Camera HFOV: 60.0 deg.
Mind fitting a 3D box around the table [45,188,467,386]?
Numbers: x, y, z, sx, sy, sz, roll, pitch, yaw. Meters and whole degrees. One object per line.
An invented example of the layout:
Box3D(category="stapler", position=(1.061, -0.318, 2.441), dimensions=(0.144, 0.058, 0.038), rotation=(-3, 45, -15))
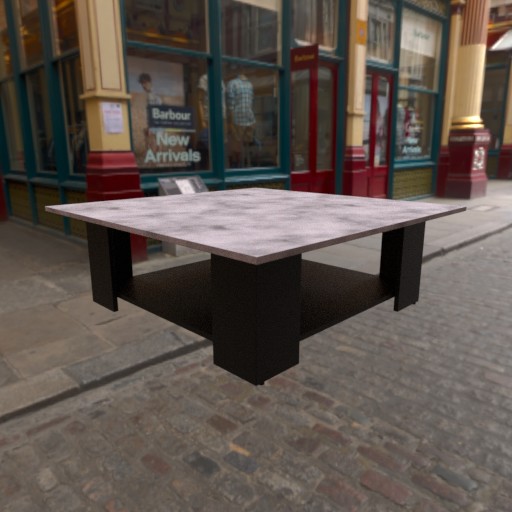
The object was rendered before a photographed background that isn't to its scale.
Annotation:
Box3D(category="table", position=(0.000, 0.000, 1.358), dimensions=(0.890, 0.305, 0.890), rotation=(13, 19, 43))
